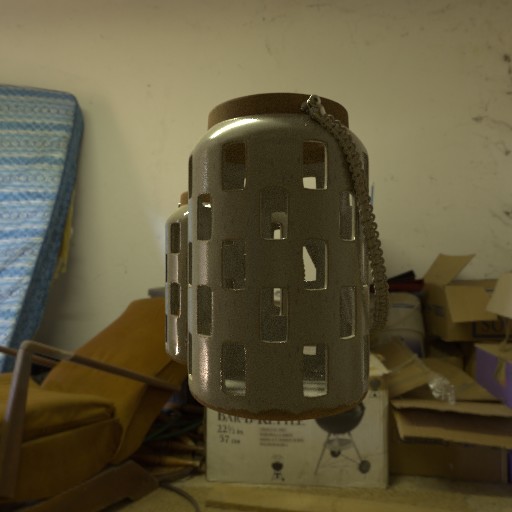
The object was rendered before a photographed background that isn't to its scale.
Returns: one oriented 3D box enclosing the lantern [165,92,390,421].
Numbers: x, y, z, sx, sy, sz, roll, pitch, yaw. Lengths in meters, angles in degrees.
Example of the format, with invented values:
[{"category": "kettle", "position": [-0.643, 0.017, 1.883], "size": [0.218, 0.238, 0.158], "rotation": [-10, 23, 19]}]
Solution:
[{"category": "lantern", "position": [0.000, 0.000, 0.499], "size": [0.184, 0.255, 0.347], "rotation": [0, -1, -18]}]
